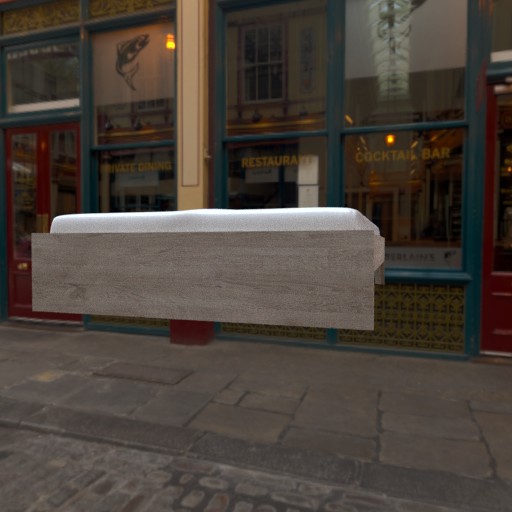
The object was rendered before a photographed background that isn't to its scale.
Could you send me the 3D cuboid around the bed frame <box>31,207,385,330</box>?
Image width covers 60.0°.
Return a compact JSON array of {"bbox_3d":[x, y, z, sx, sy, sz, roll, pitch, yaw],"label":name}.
[{"bbox_3d":[0.000,0.000,2.693,1.490,0.462,1.950,0,1,18],"label":"bed frame"}]
